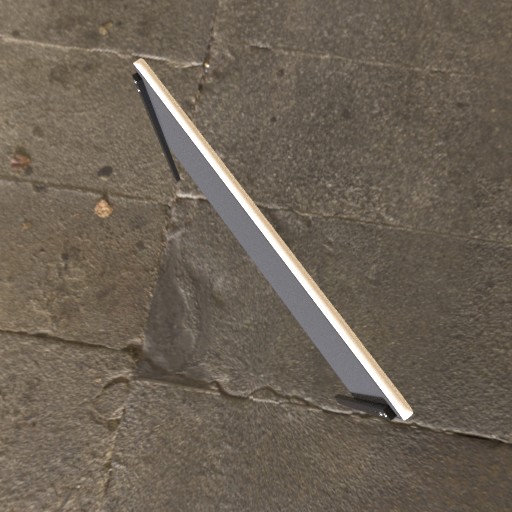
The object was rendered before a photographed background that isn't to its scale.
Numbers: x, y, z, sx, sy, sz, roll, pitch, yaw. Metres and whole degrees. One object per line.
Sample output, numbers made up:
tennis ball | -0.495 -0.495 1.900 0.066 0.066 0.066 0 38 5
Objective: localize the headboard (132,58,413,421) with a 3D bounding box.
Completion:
headboard | 0.000 0.000 2.935 0.120 1.410 2.362 -35 78 -9
